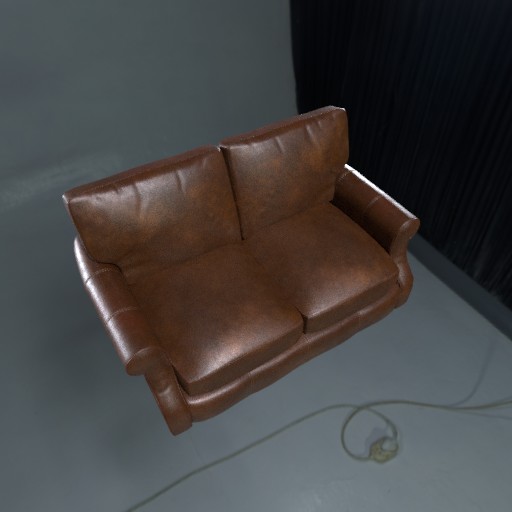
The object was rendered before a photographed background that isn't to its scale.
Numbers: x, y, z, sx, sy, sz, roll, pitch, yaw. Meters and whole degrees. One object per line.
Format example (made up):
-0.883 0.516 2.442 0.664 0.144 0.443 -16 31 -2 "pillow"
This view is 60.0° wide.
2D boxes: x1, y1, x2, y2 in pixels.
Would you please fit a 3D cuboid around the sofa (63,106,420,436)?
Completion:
0.000 0.000 2.265 1.616 0.976 0.990 -24 50 -22 "sofa"
